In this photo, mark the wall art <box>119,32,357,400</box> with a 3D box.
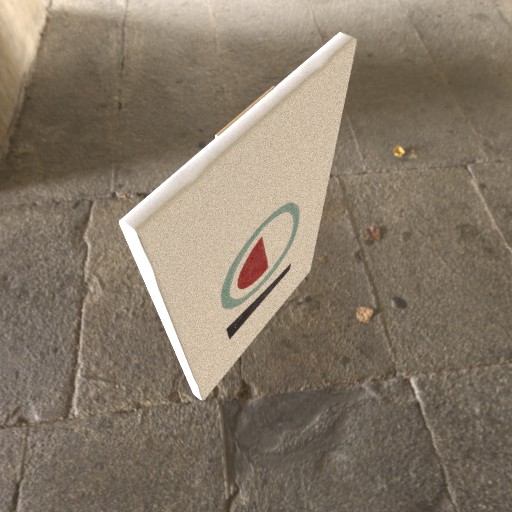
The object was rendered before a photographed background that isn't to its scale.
[{"bbox_3d":[0.000,0.000,1.138,0.048,0.902,0.602,33,63,19],"label":"wall art"}]
